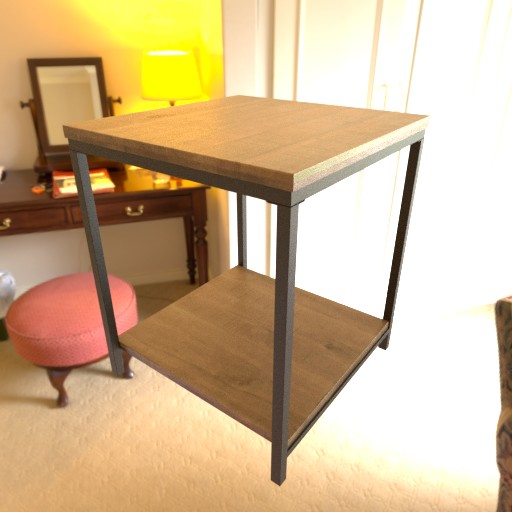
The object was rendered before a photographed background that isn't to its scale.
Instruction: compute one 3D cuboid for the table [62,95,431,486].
[{"bbox_3d":[0.000,0.000,0.987,0.503,0.589,0.507,19,33,33],"label":"table"}]
